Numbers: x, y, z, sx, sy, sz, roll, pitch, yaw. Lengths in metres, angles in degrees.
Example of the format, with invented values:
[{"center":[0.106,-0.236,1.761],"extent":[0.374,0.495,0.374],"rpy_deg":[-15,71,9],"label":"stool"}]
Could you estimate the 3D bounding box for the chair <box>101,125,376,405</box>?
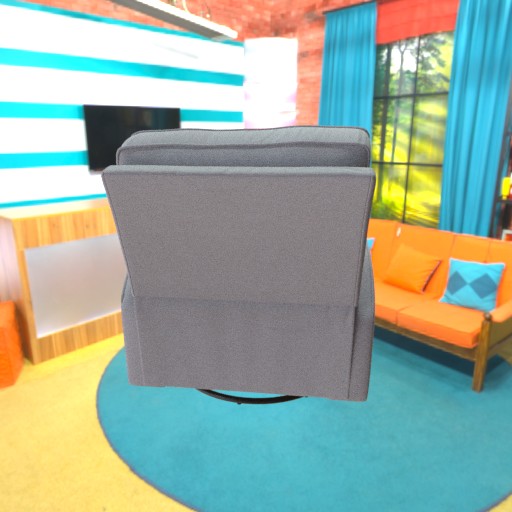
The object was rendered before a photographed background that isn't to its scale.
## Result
[{"center":[0.000,0.000,1.722],"extent":[0.861,0.964,0.969],"rpy_deg":[2,15,7],"label":"chair"}]
